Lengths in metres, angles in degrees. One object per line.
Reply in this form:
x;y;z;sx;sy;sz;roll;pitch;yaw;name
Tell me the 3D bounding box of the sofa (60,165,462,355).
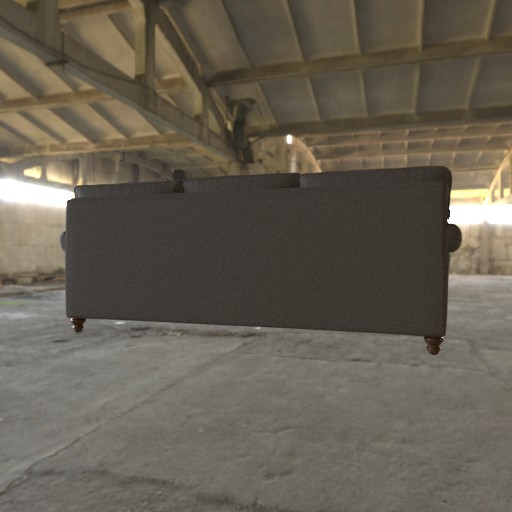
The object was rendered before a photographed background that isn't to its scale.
0.000;0.000;2.825;2.353;0.948;0.966;0;0;17;sofa
